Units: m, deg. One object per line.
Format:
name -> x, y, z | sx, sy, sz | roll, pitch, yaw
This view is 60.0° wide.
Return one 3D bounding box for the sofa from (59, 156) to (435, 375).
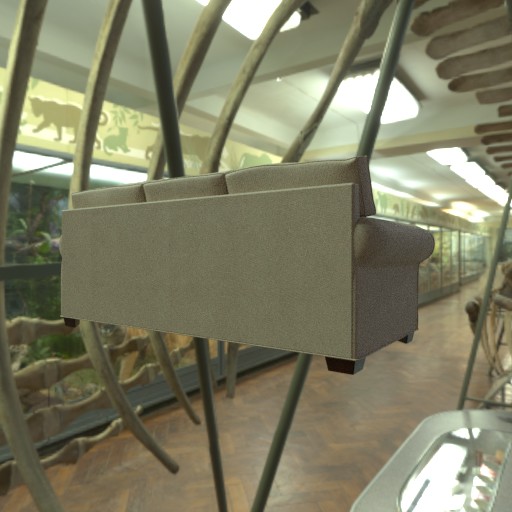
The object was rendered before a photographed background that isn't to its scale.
sofa -> 0.000, 0.000, 2.339 | 1.770, 0.734, 1.226 | 0, 1, 35
